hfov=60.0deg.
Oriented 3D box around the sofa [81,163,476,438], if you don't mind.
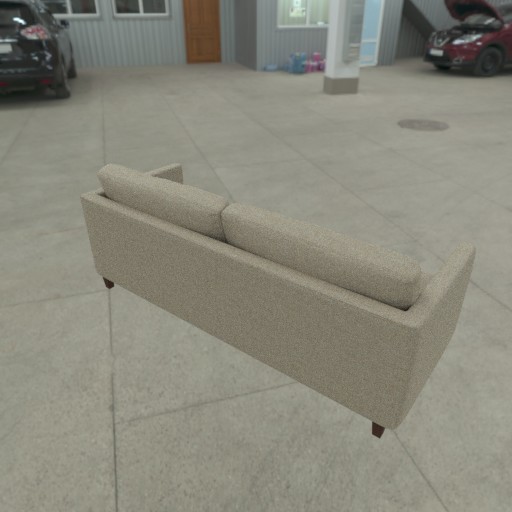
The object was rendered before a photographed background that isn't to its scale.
[{"bbox_3d":[0.000,0.000,2.911,2.434,0.965,0.951,21,36,32],"label":"sofa"}]
